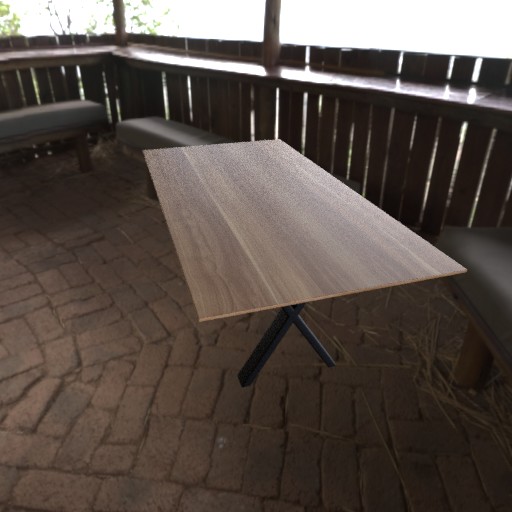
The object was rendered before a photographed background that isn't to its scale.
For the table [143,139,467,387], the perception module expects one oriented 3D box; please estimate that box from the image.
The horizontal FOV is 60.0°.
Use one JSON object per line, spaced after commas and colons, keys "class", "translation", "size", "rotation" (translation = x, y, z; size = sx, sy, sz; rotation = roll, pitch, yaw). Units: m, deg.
{"class": "table", "translation": [0.000, 0.000, 2.519], "size": [1.000, 0.770, 2.000], "rotation": [-9, 30, -15]}
